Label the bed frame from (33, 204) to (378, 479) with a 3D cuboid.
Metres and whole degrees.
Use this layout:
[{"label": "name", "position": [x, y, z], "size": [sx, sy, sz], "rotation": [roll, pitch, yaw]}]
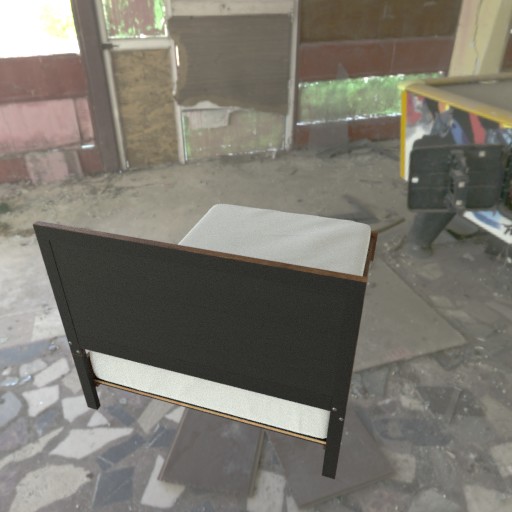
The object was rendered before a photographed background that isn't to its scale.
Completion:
[{"label": "bed frame", "position": [0.000, 0.000, 3.357], "size": [1.696, 1.417, 2.276], "rotation": [10, 33, 15]}]
